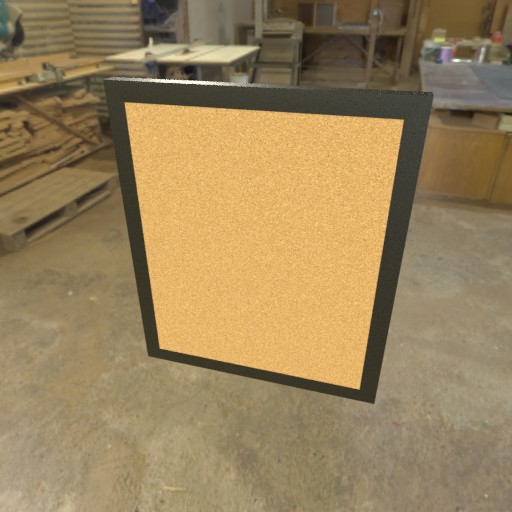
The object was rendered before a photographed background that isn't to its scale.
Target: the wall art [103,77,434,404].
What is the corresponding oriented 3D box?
[{"bbox_3d":[0.000,0.000,0.699,0.432,0.508,0.025,8,31,14],"label":"wall art"}]
